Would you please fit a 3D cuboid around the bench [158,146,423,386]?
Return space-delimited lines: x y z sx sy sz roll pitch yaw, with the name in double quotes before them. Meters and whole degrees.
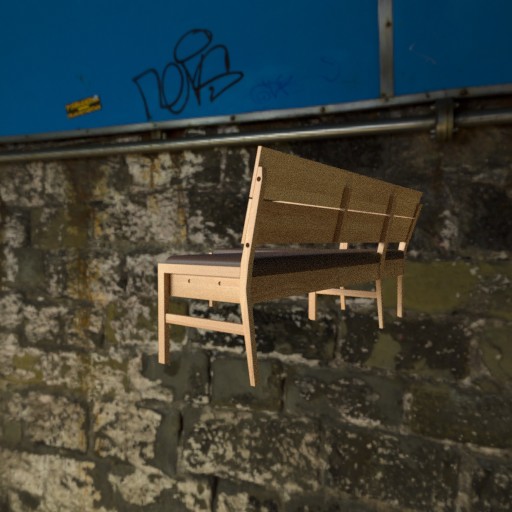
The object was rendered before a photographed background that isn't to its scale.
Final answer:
"bench" 0.000 0.000 2.856 1.549 0.890 1.975 1 3 36
